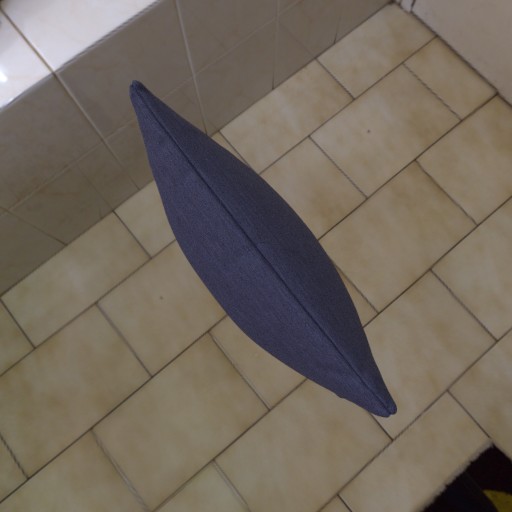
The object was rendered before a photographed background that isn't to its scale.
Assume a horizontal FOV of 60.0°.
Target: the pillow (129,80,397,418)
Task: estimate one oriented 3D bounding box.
[{"bbox_3d":[0.000,0.000,0.805,0.210,0.338,0.633,-37,80,-8],"label":"pillow"}]
